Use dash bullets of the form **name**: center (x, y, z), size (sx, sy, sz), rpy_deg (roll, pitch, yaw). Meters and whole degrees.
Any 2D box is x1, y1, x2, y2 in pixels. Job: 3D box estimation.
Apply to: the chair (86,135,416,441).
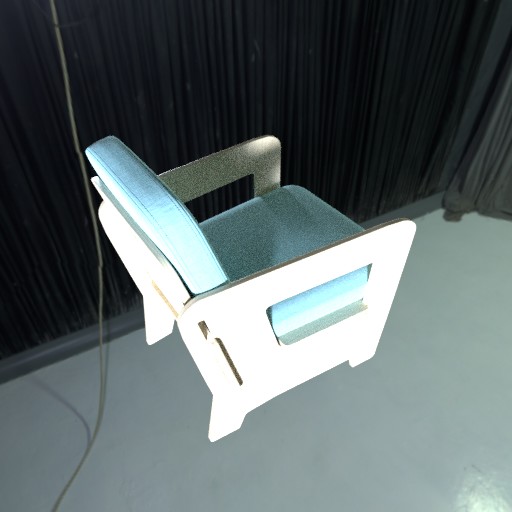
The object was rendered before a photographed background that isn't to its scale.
- **chair**: center (0.000, 0.000, 1.282), size (0.710, 0.800, 0.590), rpy_deg (-25, 46, -26)
